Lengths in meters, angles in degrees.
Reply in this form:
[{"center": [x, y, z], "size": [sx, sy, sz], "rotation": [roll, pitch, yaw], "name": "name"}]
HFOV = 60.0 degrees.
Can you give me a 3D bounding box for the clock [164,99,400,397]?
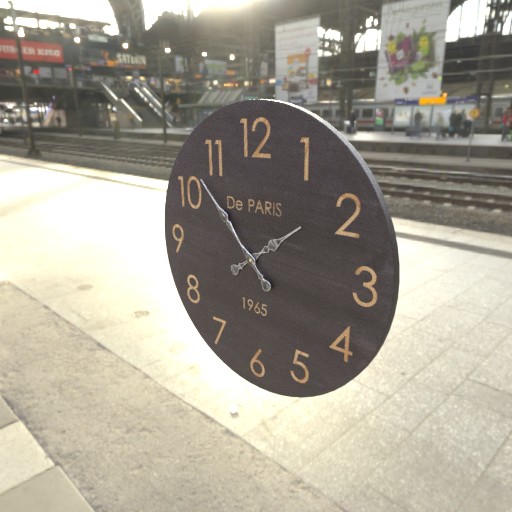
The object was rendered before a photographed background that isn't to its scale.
[{"center": [0.000, 0.000, 0.893], "size": [0.595, 0.595, 0.029], "rotation": [15, 23, 40], "name": "clock"}]
